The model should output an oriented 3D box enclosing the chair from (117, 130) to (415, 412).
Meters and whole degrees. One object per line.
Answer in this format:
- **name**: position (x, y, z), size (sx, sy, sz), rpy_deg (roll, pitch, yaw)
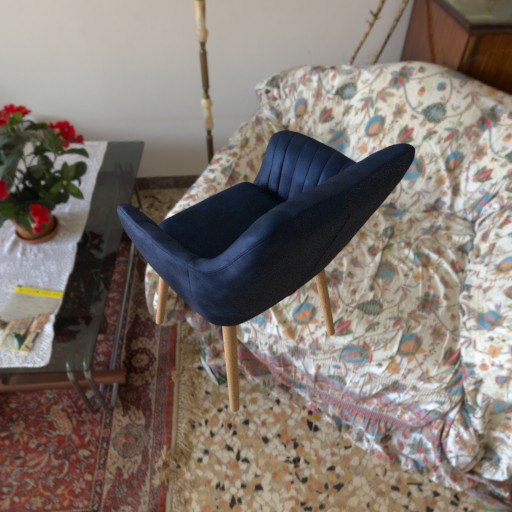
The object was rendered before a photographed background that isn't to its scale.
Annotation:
- **chair**: position (0.000, 0.000, 1.247), size (0.578, 0.826, 0.573), rpy_deg (-31, 54, -26)
